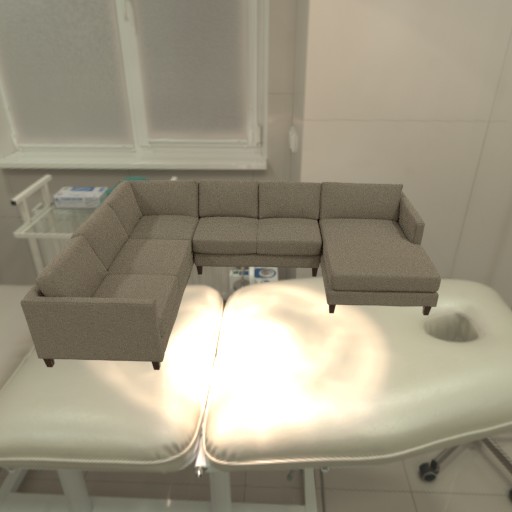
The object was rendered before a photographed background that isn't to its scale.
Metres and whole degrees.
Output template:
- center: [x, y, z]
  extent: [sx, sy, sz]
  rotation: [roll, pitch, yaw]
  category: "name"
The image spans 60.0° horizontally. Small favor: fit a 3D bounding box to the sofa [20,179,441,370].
- center: [0.000, 0.000, 4.406]
  extent: [3.438, 0.865, 2.424]
  rotation: [1, 29, 2]
  category: "sofa"
